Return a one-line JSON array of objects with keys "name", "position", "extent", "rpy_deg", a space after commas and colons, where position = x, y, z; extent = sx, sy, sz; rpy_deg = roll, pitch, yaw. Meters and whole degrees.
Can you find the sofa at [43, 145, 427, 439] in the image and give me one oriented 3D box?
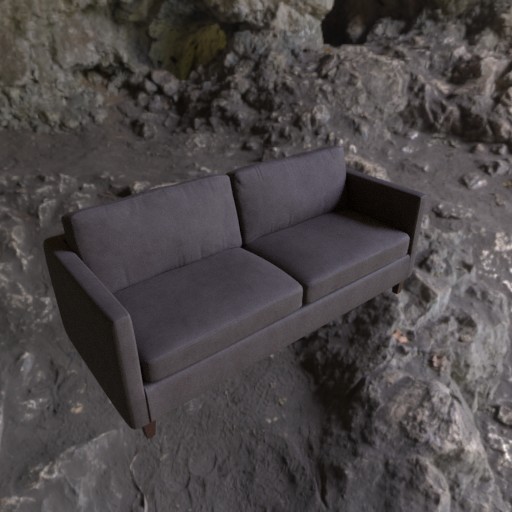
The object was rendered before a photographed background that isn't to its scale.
[{"name": "sofa", "position": [0.000, 0.000, 2.764], "extent": [2.208, 0.965, 0.951], "rpy_deg": [-21, 36, -33]}]
